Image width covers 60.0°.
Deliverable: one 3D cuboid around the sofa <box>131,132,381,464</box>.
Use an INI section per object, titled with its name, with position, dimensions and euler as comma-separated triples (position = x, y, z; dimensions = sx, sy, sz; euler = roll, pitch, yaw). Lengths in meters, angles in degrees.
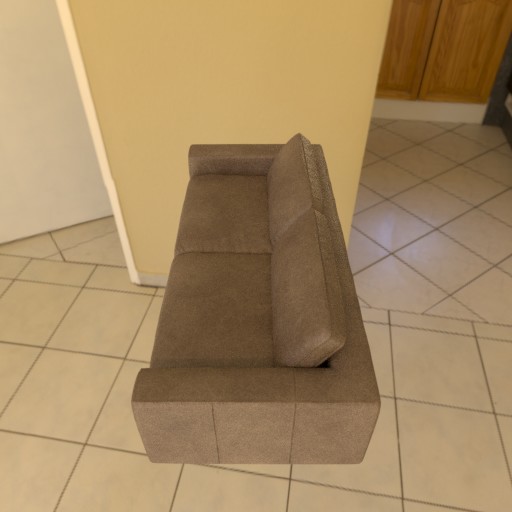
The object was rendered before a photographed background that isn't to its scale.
[sofa]
position = 0.000, 0.000, 2.761
dimensions = 1.070, 0.801, 2.262
euler = 0, 42, 0
